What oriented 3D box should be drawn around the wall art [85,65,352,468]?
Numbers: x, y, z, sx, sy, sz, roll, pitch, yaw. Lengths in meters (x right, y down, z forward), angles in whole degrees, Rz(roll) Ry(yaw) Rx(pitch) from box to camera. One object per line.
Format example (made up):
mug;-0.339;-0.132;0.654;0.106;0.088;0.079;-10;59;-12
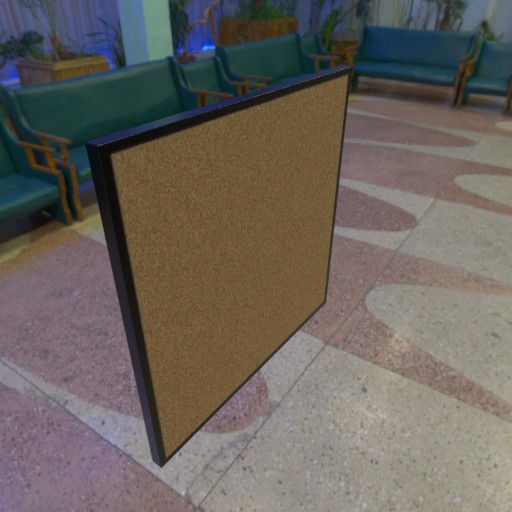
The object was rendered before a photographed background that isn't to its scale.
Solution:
wall art;0.000;0.000;0.495;0.014;0.349;0.349;22;39;31
